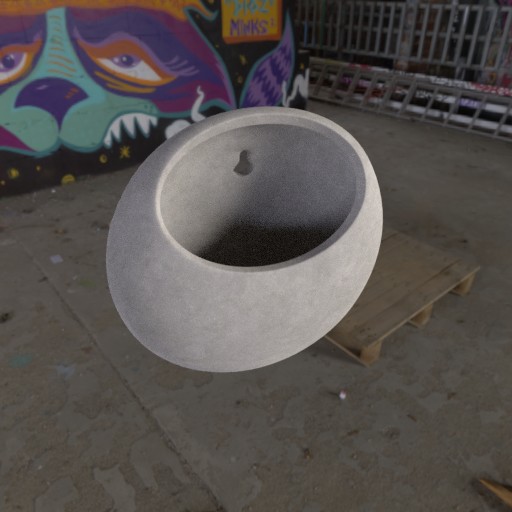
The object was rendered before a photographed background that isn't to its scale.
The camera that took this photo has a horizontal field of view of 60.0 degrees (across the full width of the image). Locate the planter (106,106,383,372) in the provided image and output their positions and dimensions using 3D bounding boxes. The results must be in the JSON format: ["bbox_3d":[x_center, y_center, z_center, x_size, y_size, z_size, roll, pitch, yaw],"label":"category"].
[{"bbox_3d":[0.000,0.000,0.288,0.185,0.188,0.071,-11,33,-17],"label":"planter"}]
